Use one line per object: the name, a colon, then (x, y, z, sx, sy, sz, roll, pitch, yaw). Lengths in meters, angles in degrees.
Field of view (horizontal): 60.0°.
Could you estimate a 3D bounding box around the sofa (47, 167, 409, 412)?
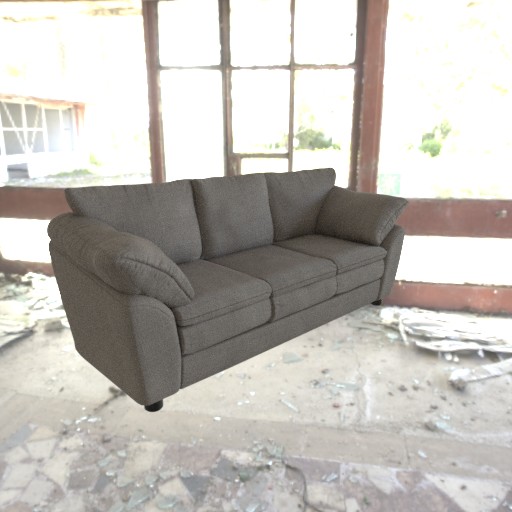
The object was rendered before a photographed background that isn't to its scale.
sofa: (0.000, 0.000, 2.829, 2.334, 0.996, 0.878, -14, 21, -42)
